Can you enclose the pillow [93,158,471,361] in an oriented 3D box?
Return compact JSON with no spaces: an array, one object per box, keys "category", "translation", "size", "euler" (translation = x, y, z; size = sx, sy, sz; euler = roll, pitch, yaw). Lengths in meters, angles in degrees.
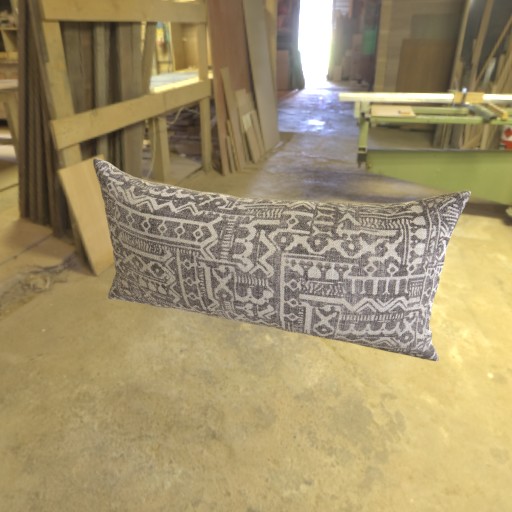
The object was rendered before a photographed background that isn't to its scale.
[{"category":"pillow","translation":[0.000,0.000,0.752],"size":[0.631,0.290,0.148],"euler":[8,27,16]}]
